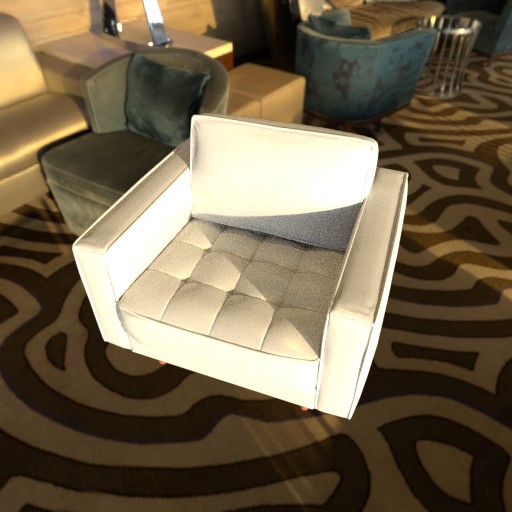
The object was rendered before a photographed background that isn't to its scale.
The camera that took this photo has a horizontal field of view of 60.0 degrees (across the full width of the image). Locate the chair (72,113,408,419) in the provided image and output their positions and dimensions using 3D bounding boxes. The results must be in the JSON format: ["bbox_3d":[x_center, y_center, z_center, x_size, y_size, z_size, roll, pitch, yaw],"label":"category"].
[{"bbox_3d":[0.000,0.000,1.550,0.928,0.773,0.843,13,42,15],"label":"chair"}]
